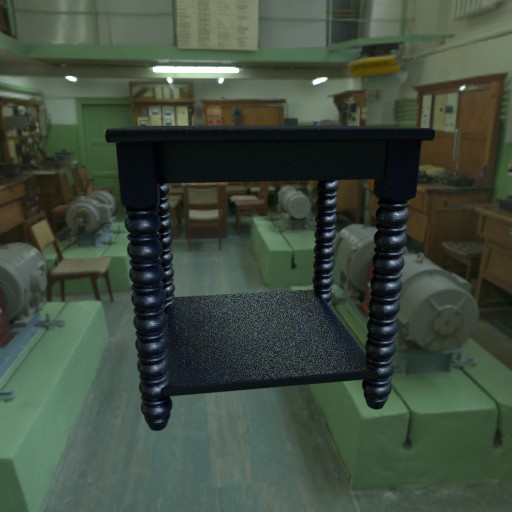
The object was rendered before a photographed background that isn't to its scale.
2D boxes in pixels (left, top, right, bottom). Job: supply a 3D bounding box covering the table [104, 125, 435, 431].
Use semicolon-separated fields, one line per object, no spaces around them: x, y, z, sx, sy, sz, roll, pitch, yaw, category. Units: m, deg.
0.000;0.000;1.012;0.533;0.567;0.500;-2;17;-8;table
